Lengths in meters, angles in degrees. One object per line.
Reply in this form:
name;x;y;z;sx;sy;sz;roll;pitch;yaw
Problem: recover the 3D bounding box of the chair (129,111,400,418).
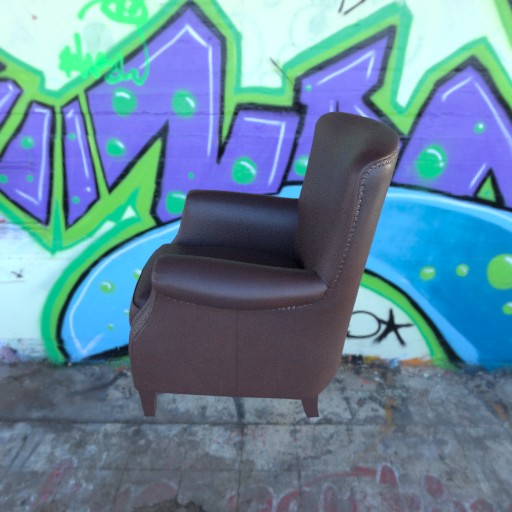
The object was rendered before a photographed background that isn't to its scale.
chair;0.000;0.000;1.374;0.746;0.800;0.700;0;26;0
